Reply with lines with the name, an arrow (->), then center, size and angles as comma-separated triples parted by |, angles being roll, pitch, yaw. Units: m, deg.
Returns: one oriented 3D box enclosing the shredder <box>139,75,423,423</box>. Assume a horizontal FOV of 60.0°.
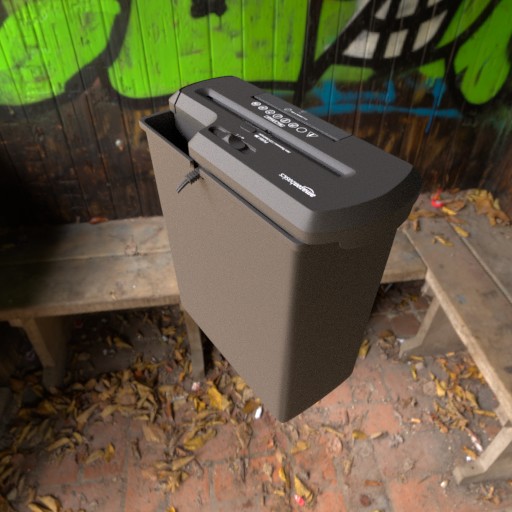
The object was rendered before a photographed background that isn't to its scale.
shredder -> 0.000, 0.000, 0.536 | 0.170, 0.335, 0.320 | -26, 47, -27
